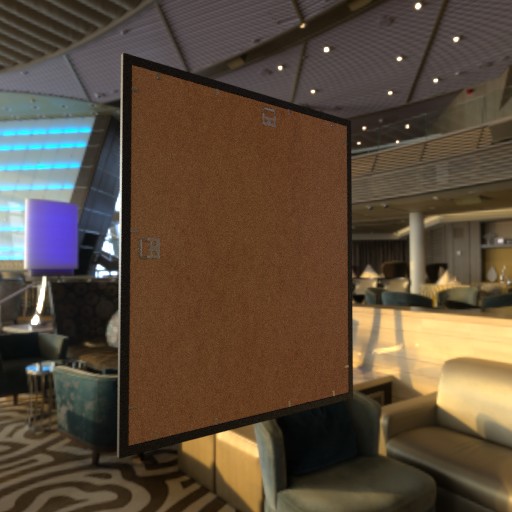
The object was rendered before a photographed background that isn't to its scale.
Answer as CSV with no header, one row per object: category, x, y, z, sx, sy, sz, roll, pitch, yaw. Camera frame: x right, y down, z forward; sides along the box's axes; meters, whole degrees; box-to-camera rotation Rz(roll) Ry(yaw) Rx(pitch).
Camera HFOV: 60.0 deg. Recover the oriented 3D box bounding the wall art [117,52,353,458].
wall art,0.000,0.000,0.893,0.559,0.660,0.018,1,-2,-37
